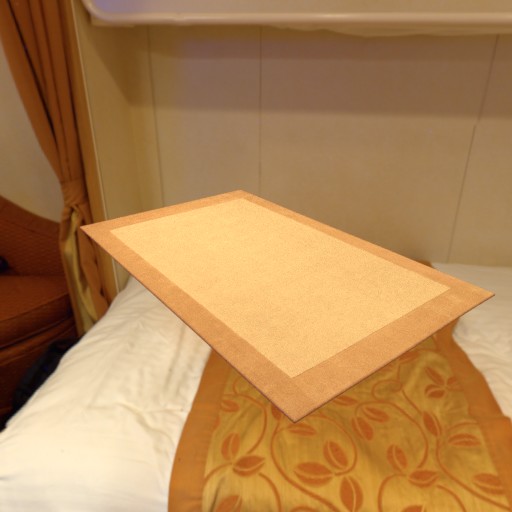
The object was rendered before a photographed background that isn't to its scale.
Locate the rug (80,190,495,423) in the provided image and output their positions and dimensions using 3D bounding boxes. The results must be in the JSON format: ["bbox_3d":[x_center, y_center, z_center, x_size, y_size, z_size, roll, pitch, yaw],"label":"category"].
[{"bbox_3d":[0.000,0.000,2.942,1.524,0.014,2.438,-19,32,-33],"label":"rug"}]
